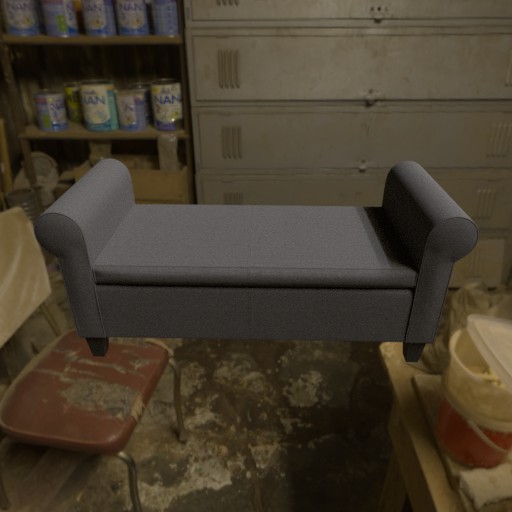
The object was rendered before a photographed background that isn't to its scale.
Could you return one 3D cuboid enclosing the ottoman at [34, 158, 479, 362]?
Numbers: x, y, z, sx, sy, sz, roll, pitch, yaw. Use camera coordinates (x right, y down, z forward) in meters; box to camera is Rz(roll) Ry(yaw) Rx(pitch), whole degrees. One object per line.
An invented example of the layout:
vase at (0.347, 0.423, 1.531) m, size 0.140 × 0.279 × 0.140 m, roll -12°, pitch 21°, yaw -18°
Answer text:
ottoman at (0.000, 0.000, 1.569) m, size 1.256 × 0.547 × 0.521 m, roll 1°, pitch 29°, yaw 1°
